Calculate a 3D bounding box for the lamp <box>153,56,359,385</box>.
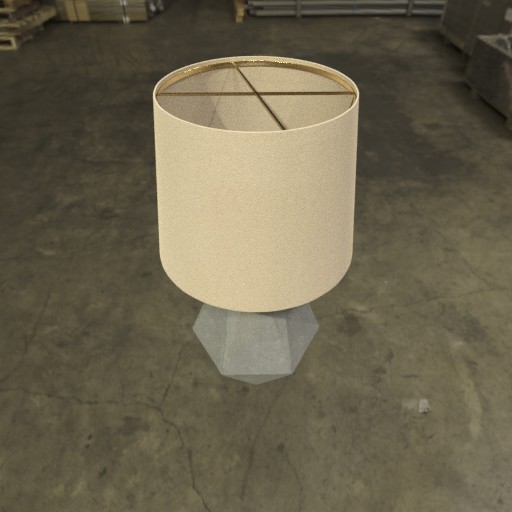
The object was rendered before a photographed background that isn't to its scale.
[{"bbox_3d":[0.000,0.000,0.663,0.276,0.501,0.276,0,41,0],"label":"lamp"}]
